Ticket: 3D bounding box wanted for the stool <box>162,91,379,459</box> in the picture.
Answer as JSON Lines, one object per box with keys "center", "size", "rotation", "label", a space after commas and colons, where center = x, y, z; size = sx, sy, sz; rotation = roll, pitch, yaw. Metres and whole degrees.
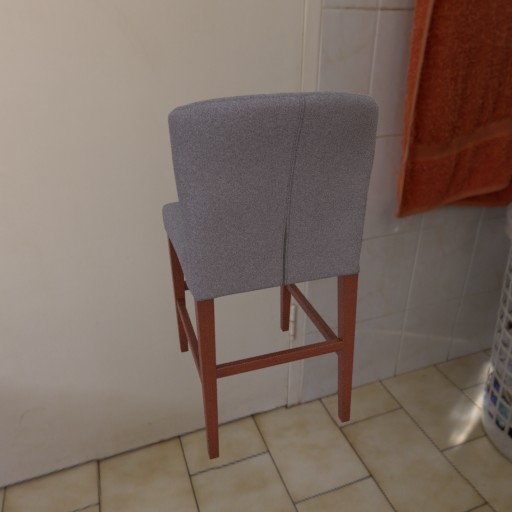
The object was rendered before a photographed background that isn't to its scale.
{"center": [0.000, 0.000, 1.302], "size": [0.481, 0.968, 0.568], "rotation": [-9, 28, -16], "label": "stool"}
